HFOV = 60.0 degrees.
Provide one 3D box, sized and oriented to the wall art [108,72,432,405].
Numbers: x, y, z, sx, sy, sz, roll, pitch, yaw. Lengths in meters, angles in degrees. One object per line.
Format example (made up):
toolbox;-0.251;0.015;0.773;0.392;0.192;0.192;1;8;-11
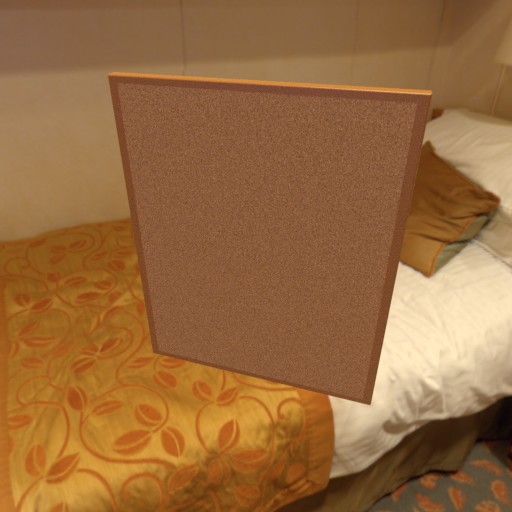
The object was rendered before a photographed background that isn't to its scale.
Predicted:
wall art;0.000;0.000;0.509;0.310;0.379;0.015;9;33;15
